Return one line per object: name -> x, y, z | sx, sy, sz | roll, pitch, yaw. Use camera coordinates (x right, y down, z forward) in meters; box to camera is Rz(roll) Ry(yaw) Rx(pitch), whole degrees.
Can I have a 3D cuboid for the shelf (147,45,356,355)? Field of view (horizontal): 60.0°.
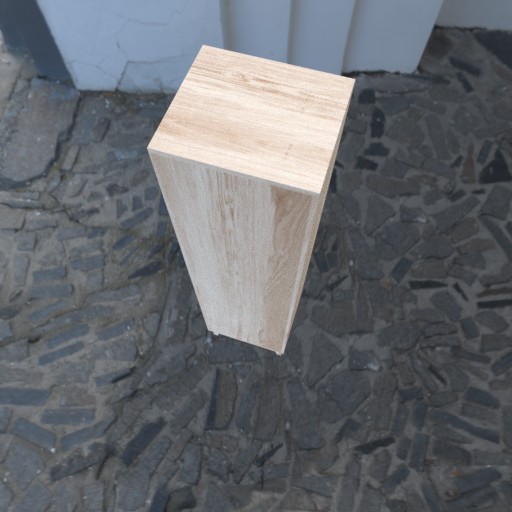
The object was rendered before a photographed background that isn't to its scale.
shelf -> 0.000, 0.000, 2.206 | 0.510, 1.960, 0.450 | 16, 65, 8
